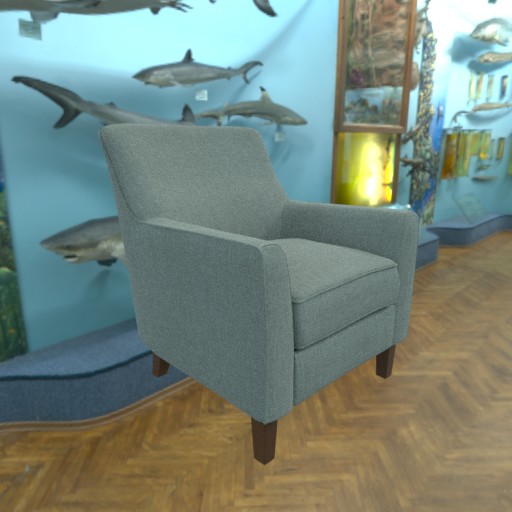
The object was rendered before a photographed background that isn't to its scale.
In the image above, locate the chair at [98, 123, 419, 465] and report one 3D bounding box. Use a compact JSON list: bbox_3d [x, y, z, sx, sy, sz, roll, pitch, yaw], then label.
[{"bbox_3d":[0.000,0.000,1.813,0.887,1.047,0.993,-14,20,-43],"label":"chair"}]
